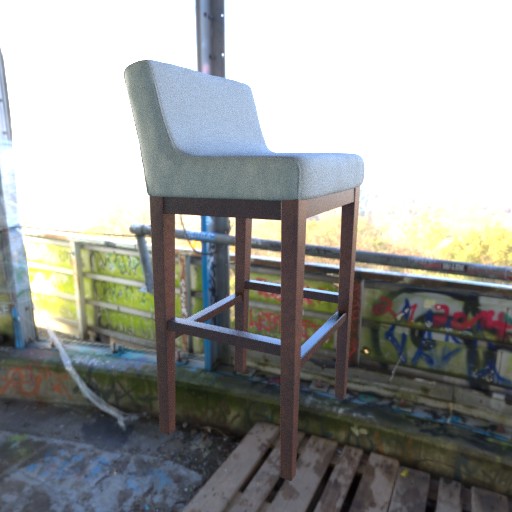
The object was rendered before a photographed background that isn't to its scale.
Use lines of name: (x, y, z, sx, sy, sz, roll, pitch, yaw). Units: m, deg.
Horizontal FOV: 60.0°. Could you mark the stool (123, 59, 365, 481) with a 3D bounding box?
stool: (0.000, 0.000, 1.300, 0.500, 1.037, 0.511, 7, 15, 28)
